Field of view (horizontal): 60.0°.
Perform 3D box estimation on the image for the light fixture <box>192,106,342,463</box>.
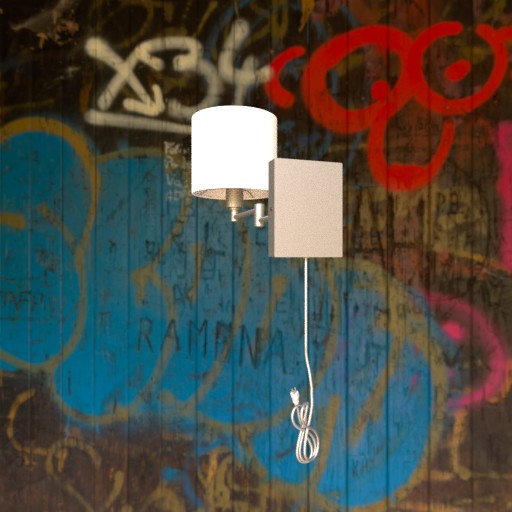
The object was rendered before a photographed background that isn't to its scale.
[{"bbox_3d":[0.000,0.000,0.914,0.203,0.651,0.516,0,0,-19],"label":"light fixture"}]
